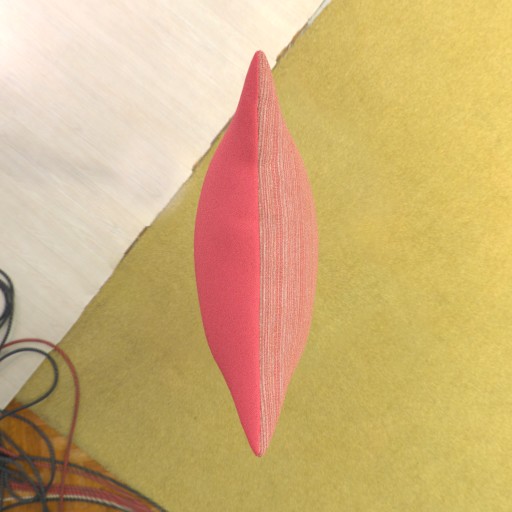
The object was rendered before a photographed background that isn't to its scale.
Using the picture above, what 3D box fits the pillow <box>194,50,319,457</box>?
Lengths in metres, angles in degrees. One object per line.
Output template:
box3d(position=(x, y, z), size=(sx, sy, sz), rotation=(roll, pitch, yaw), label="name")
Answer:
box3d(position=(0.000, 0.000, 0.823), size=(0.229, 0.501, 0.559), rotation=(0, 90, -1), label="pillow")
